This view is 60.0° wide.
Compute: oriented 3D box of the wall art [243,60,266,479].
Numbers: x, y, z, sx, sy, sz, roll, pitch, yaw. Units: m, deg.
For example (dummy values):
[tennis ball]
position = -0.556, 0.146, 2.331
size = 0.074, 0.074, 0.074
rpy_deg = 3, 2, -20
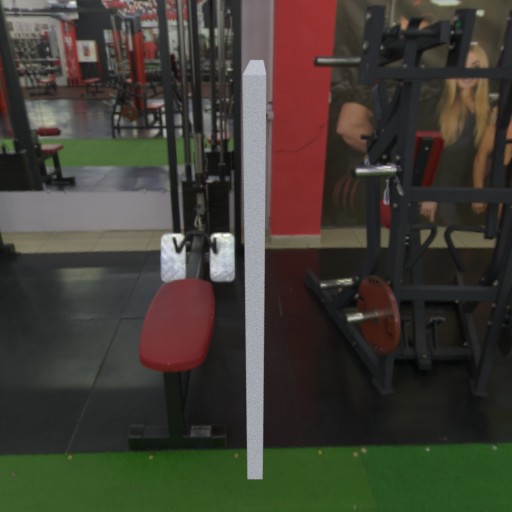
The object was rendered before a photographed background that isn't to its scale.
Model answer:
[wall art]
position = 0.000, 0.000, 1.157
size = 0.037, 0.916, 0.610
rpy_deg = 0, 26, 0
